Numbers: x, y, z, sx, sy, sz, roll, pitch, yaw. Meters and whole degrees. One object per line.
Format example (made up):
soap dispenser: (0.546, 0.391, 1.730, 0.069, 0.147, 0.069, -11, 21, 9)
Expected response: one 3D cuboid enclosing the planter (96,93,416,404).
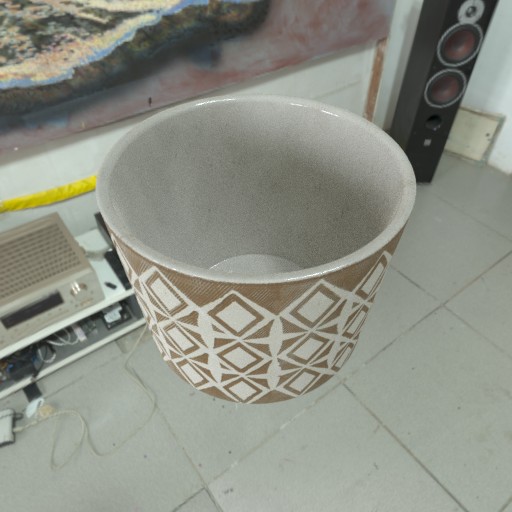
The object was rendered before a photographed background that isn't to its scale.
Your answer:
planter: (0.000, 0.000, 0.448, 0.260, 0.220, 0.260, 0, 46, 0)
